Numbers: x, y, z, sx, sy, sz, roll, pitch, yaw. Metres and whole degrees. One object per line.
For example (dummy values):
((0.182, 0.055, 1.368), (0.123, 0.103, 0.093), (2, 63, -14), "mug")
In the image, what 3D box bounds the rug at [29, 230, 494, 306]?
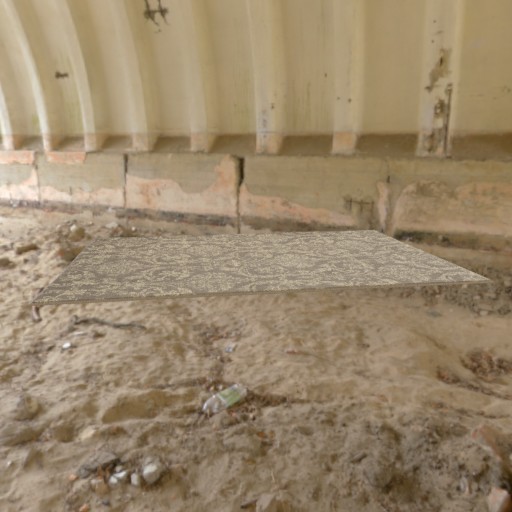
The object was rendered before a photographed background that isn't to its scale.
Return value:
((0.000, 0.000, 3.448), (2.746, 0.018, 1.819), (-2, 14, -9), "rug")
